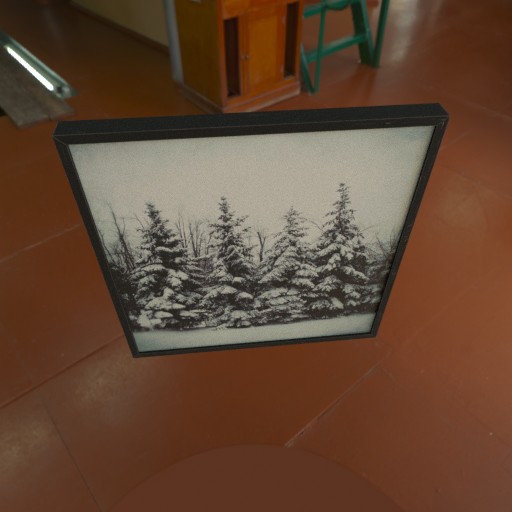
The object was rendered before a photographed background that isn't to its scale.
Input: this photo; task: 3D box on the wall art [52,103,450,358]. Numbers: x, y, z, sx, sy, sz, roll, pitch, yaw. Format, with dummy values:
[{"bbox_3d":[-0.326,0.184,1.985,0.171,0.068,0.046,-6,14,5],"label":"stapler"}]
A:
[{"bbox_3d":[0.000,0.000,0.752,0.506,0.506,0.036,-4,46,-4],"label":"wall art"}]
